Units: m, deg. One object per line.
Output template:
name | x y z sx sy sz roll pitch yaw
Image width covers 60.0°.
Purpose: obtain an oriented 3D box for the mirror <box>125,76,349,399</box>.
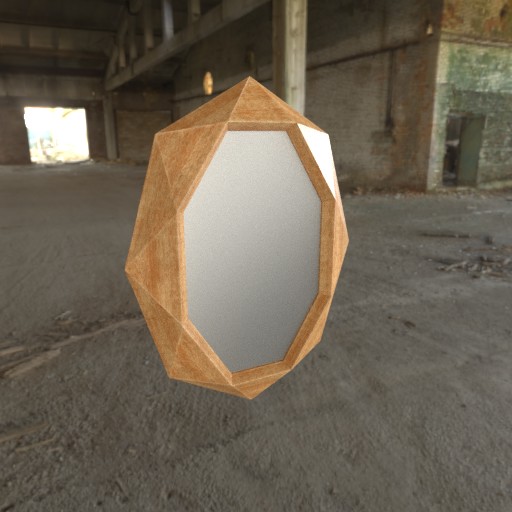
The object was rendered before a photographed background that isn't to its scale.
mirror | 0.000 0.000 1.013 0.577 0.774 0.070 -7 16 -26
